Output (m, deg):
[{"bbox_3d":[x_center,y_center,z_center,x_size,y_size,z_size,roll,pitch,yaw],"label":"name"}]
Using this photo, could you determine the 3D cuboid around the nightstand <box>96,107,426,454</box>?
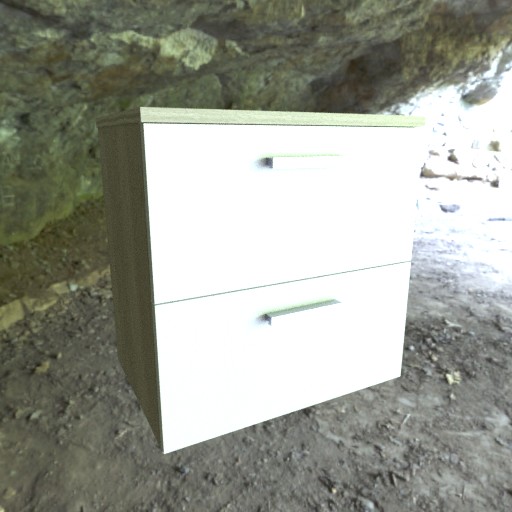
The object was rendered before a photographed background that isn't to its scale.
[{"bbox_3d":[0.000,0.000,0.769,0.442,0.461,0.325,-8,17,-27],"label":"nightstand"}]
